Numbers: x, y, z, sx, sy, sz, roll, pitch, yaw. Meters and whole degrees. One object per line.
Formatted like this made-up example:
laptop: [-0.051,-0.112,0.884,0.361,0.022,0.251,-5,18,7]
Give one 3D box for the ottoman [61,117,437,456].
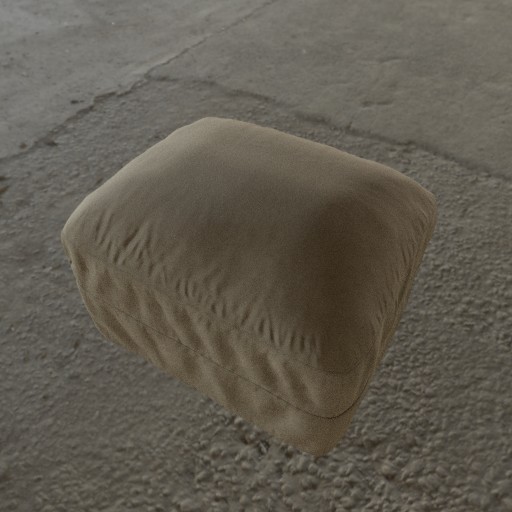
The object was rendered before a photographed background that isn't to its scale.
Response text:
ottoman: [0.000,0.000,1.064,0.712,0.480,0.584,23,51,21]
